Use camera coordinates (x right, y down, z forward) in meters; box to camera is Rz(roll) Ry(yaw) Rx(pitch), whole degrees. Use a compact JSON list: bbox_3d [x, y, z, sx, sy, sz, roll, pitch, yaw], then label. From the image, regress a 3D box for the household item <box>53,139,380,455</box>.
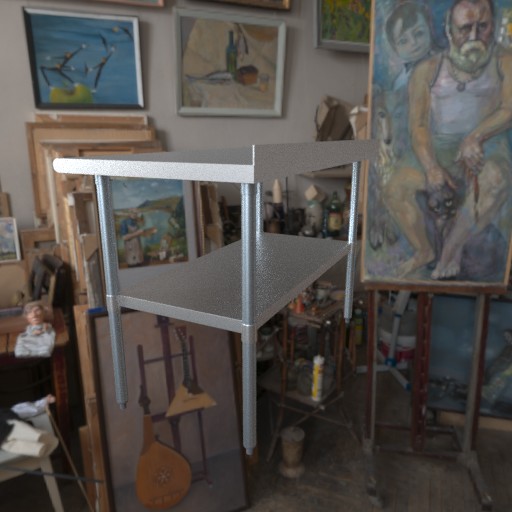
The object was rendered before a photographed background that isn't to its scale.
[{"bbox_3d":[0.000,0.000,1.683,0.610,0.851,1.219,8,17,26],"label":"household item"}]
